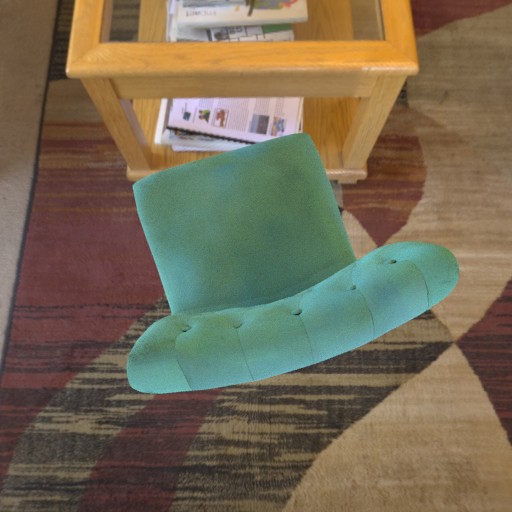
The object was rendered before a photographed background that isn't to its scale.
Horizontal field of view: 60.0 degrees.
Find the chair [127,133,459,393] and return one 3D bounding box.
[{"bbox_3d":[0.000,0.000,1.134,0.582,0.750,0.605,-17,74,-5],"label":"chair"}]
